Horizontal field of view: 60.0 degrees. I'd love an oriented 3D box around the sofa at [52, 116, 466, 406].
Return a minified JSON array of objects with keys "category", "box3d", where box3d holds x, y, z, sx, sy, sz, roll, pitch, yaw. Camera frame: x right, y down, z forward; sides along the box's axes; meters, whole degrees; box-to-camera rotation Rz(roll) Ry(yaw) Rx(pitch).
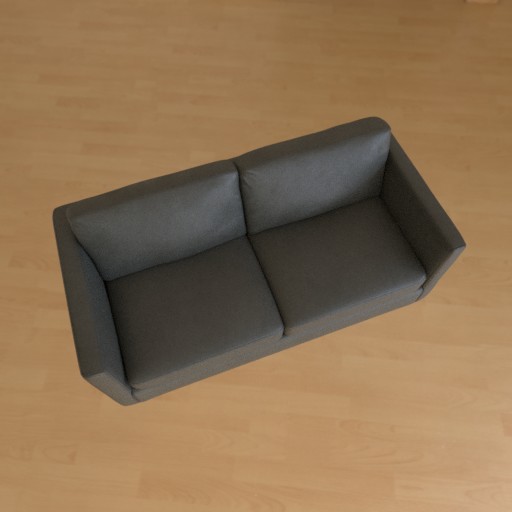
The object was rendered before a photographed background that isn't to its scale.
[{"category":"sofa","box3d":[0.000,0.000,2.437,1.883,0.933,0.951,-18,63,-9]}]
